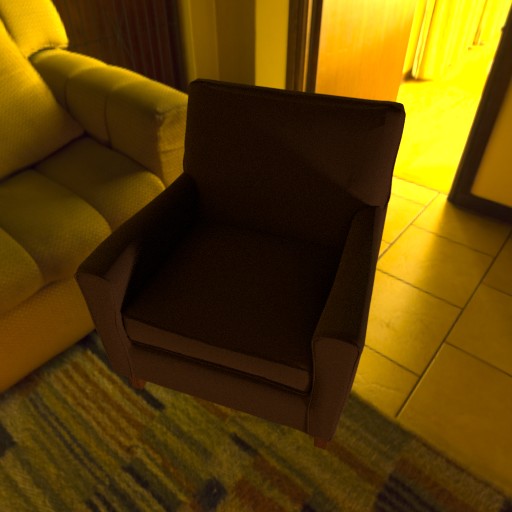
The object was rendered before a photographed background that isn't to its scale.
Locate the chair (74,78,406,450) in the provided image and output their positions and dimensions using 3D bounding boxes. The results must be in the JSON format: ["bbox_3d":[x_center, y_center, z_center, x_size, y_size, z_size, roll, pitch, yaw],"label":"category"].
[{"bbox_3d":[0.000,0.000,1.566,0.836,0.911,0.831,13,42,15],"label":"chair"}]
